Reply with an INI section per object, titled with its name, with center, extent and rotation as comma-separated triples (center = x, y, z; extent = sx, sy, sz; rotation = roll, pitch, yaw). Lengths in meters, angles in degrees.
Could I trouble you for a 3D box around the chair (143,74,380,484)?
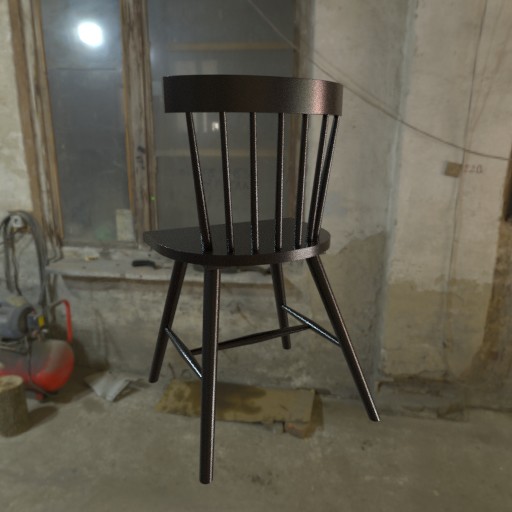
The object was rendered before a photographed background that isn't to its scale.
[chair]
center = 0.000, 0.000, 1.156
extent = 0.506, 0.844, 0.483
rotation = -8, 17, -26
